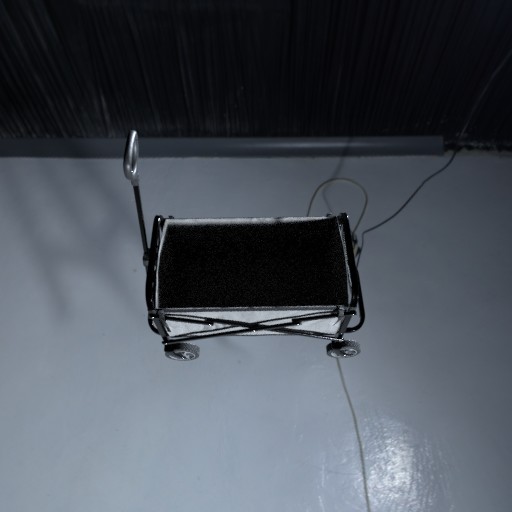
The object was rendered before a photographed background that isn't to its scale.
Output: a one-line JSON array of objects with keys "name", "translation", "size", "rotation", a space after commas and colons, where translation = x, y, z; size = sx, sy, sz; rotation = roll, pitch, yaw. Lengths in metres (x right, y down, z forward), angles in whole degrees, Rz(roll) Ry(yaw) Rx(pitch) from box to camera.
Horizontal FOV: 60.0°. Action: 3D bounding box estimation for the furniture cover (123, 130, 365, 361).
[{"name": "furniture cover", "translation": [0.000, 0.000, 1.850], "size": [1.038, 1.295, 0.532], "rotation": [-1, 59, 0]}]
